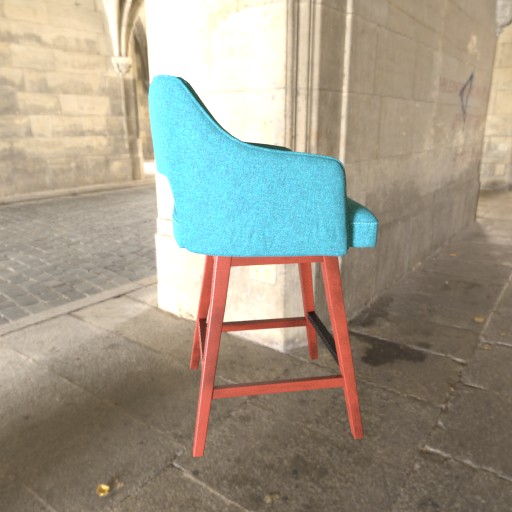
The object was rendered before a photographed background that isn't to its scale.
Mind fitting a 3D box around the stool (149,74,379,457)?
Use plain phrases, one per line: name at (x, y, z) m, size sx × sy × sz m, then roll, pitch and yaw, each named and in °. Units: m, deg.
stool at (0.000, 0.000, 1.298) m, size 0.556 × 0.961 × 0.548 m, roll -3°, pitch 17°, yaw -9°
